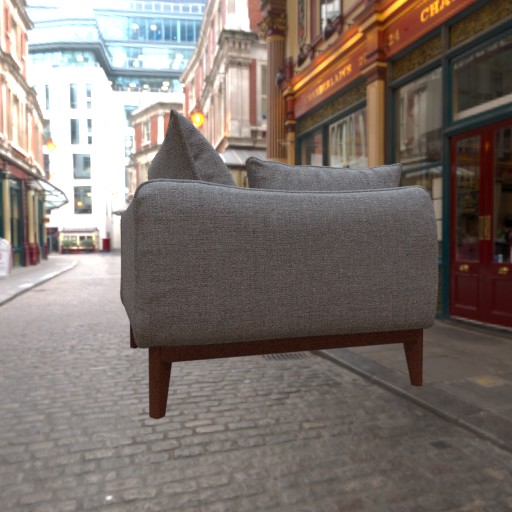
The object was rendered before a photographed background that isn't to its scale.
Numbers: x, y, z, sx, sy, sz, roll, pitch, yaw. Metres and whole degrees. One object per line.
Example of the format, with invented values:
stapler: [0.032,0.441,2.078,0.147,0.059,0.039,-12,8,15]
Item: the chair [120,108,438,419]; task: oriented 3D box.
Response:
chair: [0.000,0.000,1.713,0.976,0.839,0.993,0,1,-19]
